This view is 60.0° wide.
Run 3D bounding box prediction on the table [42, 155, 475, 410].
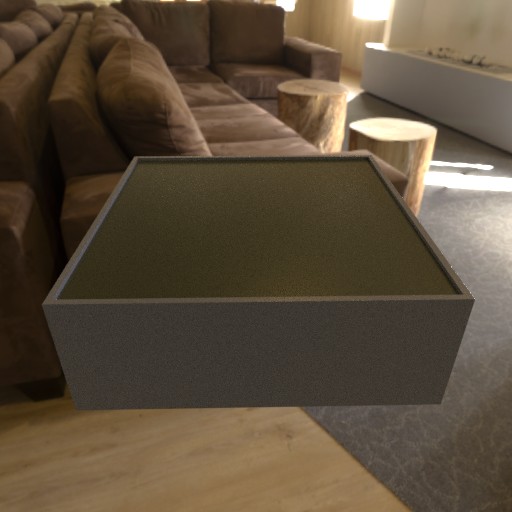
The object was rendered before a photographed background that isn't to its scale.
[{"bbox_3d":[0.000,0.000,1.238,0.801,0.299,0.801,-1,32,-1],"label":"table"}]
